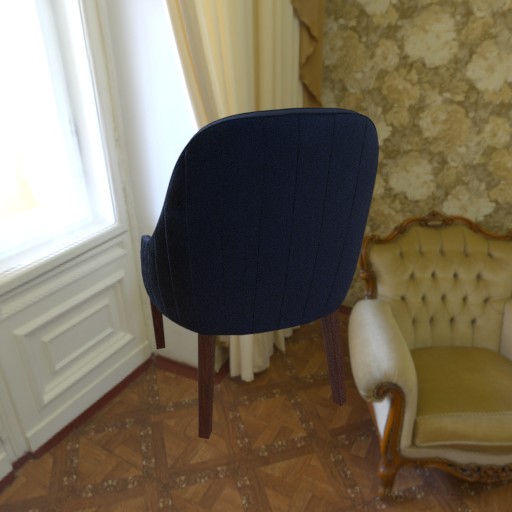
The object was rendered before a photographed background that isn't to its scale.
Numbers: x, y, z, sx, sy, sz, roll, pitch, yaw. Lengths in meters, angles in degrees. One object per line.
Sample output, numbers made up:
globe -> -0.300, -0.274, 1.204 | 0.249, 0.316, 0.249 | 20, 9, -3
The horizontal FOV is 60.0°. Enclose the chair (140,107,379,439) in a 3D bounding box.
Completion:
chair -> 0.000, 0.000, 1.287 | 0.643, 0.889, 0.575 | -8, 27, -16
